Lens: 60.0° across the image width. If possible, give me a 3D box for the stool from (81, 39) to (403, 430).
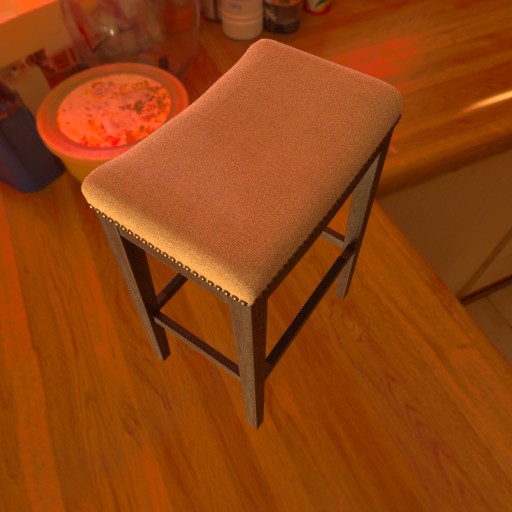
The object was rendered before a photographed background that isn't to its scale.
[{"bbox_3d":[0.000,0.000,1.043,0.363,0.768,0.509,30,62,18],"label":"stool"}]
